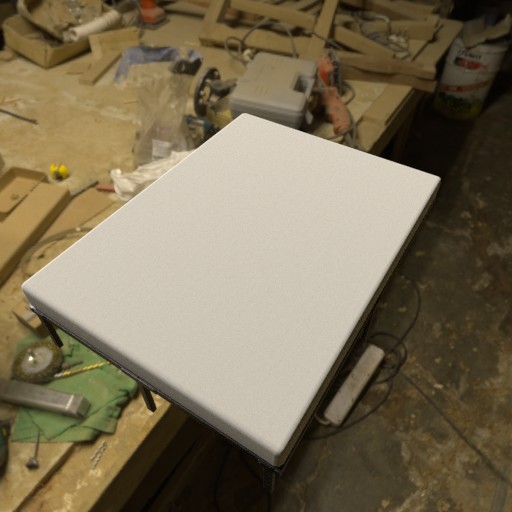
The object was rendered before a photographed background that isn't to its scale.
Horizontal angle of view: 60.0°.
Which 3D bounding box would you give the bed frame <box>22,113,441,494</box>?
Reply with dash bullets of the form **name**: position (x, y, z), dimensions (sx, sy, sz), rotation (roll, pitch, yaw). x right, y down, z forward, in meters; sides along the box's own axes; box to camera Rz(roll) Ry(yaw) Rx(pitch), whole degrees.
- **bed frame**: position (0.000, 0.000, 3.479), dimensions (1.990, 0.680, 2.635), rotation (25, 52, 22)
